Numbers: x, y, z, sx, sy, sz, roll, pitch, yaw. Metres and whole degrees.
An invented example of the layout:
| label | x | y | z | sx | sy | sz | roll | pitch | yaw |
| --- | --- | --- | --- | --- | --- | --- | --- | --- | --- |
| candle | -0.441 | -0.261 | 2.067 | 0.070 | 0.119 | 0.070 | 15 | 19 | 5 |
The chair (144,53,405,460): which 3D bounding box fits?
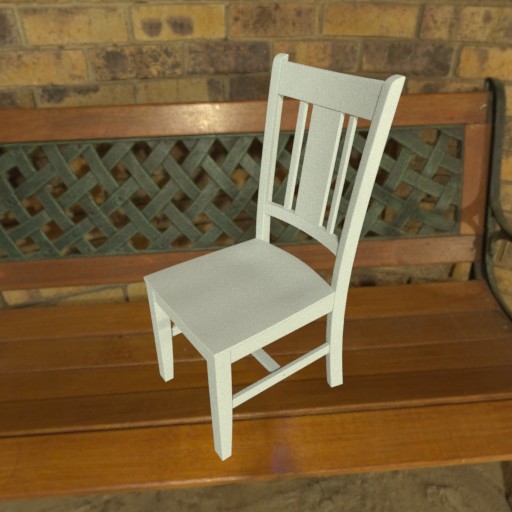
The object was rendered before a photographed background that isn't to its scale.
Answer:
| label | x | y | z | sx | sy | sz | roll | pitch | yaw |
| --- | --- | --- | --- | --- | --- | --- | --- | --- | --- |
| chair | 0.000 | 0.000 | 1.291 | 0.555 | 0.998 | 0.450 | -21 | 38 | -30 |
